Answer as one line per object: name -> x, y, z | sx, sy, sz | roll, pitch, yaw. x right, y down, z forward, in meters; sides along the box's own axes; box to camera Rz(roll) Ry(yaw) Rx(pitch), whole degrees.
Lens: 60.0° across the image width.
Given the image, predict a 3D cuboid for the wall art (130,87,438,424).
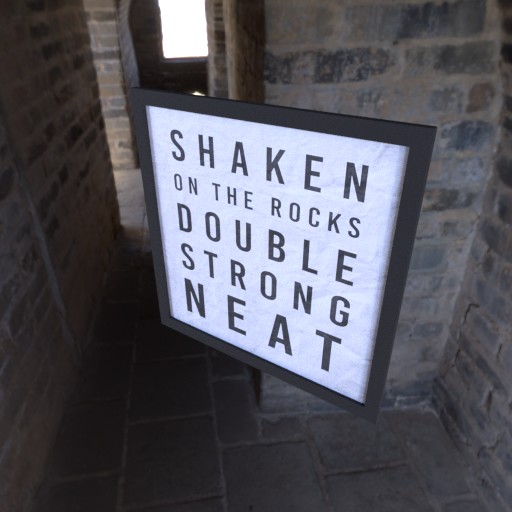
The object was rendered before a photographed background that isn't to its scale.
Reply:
wall art -> 0.000, 0.000, 0.692 | 0.456, 0.458, 0.013 | 18, 35, 28
